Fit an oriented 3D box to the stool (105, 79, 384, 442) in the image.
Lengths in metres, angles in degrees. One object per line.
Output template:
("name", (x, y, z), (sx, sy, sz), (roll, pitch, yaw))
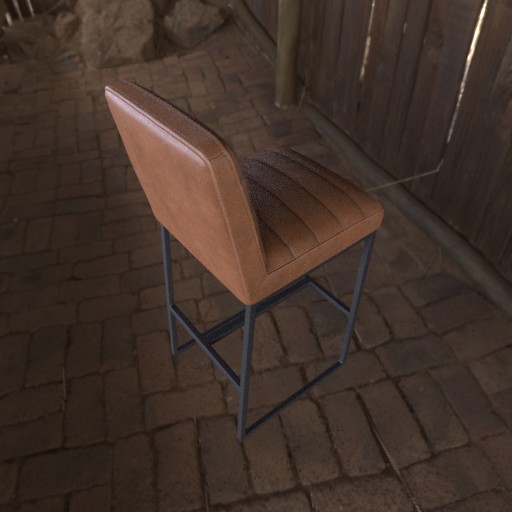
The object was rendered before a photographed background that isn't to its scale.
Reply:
("stool", (0.000, 0.000, 1.321), (0.556, 1.040, 0.458), (-27, 48, -28))
